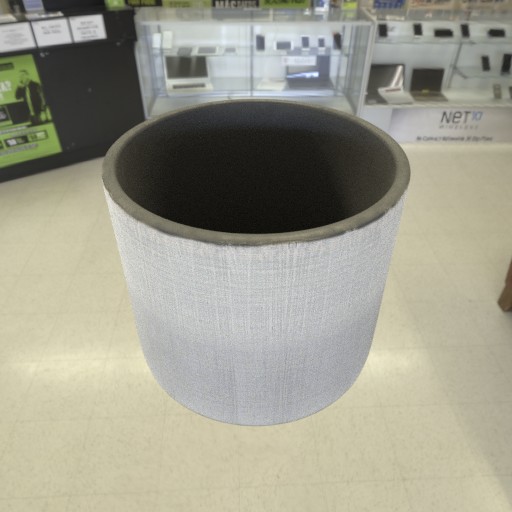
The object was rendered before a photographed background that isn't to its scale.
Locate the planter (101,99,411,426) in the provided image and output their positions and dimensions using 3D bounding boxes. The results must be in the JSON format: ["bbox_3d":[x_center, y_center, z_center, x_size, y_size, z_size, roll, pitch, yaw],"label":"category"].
[{"bbox_3d":[0.000,0.000,0.390,0.226,0.201,0.226,0,39,0],"label":"planter"}]
